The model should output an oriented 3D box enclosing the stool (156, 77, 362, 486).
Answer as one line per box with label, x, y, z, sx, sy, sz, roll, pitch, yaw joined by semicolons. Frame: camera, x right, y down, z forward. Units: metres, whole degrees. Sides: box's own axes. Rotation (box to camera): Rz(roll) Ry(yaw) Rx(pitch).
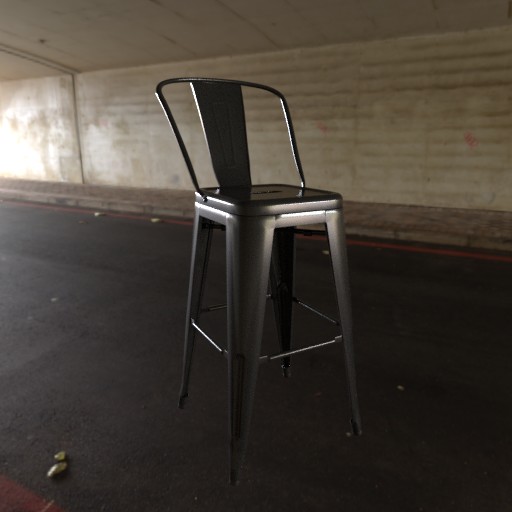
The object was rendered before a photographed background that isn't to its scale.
stool;0.000;0.000;1.290;0.432;1.022;0.528;-8;17;-28
